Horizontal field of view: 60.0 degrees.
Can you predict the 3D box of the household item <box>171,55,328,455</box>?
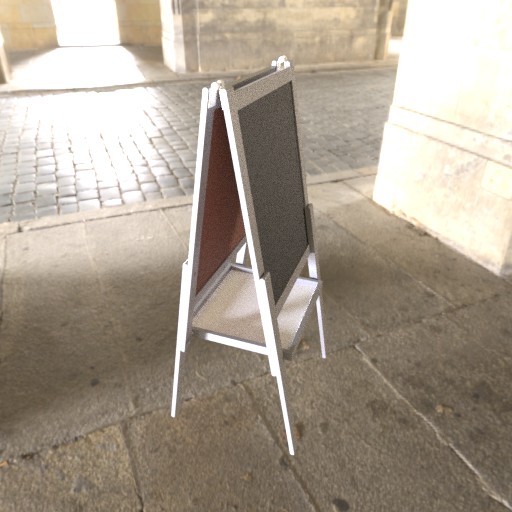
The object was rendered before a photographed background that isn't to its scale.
[{"bbox_3d":[0.000,0.000,1.479,0.469,1.172,0.531,11,32,17],"label":"household item"}]
